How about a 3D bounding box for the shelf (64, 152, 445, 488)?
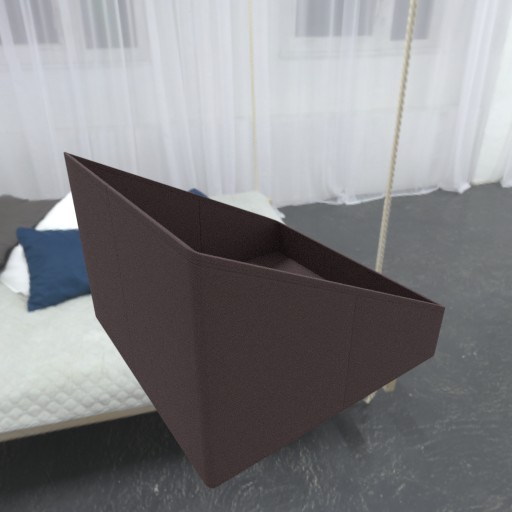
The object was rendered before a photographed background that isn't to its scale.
[{"bbox_3d":[0.000,0.000,0.479,0.292,0.210,0.292,-17,32,-31],"label":"shelf"}]
